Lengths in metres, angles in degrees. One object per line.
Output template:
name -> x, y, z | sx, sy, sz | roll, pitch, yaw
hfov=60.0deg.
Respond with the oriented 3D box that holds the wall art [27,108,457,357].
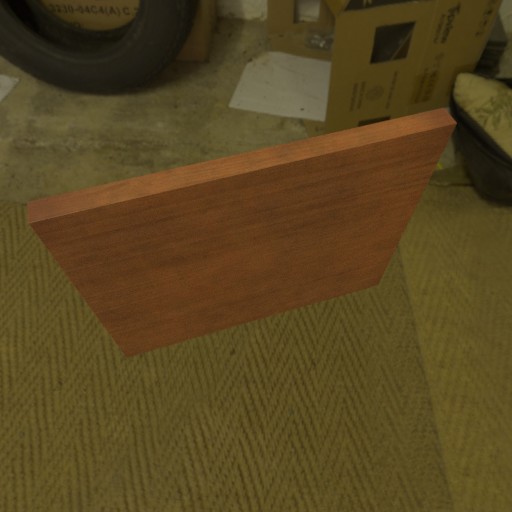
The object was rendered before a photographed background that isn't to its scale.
wall art -> 0.000, 0.000, 0.755 | 0.558, 0.457, 0.033 | -15, 59, -9
